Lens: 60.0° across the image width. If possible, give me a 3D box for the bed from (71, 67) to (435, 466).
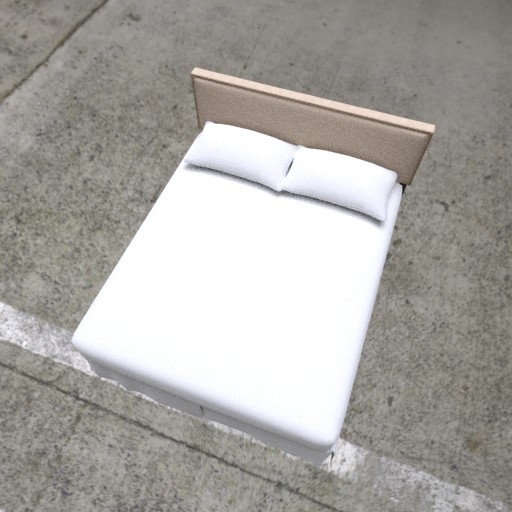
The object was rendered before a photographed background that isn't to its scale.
[{"bbox_3d":[0.000,0.000,2.747,1.616,1.016,1.876,18,60,11],"label":"bed"}]
